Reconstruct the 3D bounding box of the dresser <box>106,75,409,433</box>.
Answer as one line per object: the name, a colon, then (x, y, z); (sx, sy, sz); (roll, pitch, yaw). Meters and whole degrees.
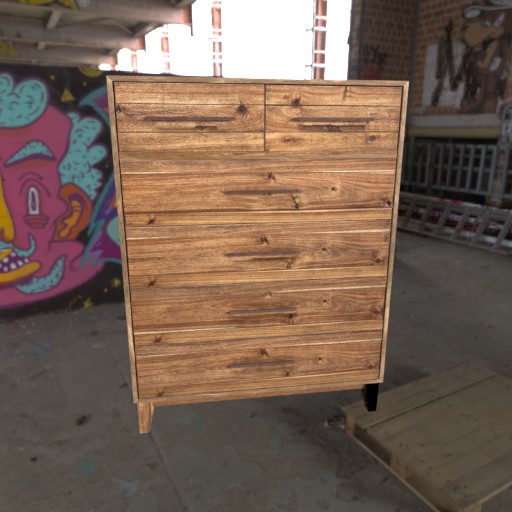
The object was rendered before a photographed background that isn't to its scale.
dresser: (0.000, 0.000, 1.923); (1.062, 1.393, 0.442); (-2, 16, -8)
